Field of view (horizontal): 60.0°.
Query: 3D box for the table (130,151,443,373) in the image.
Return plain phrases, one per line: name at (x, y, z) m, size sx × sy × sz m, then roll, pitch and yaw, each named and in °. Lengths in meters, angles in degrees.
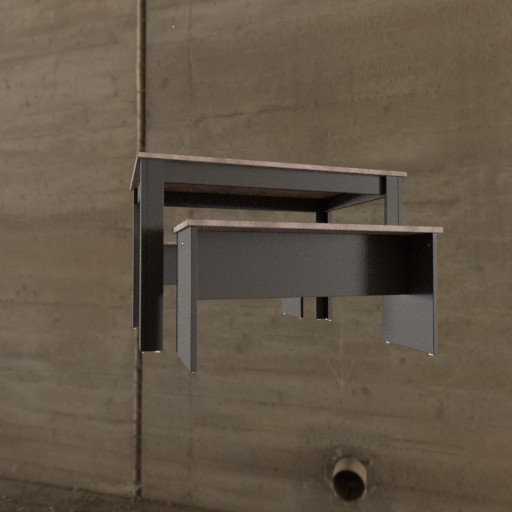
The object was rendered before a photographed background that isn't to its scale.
table at (0.000, 0.000, 2.048) m, size 1.100 × 0.700 × 1.443 m, roll 0°, pitch -1°, yaw -18°
